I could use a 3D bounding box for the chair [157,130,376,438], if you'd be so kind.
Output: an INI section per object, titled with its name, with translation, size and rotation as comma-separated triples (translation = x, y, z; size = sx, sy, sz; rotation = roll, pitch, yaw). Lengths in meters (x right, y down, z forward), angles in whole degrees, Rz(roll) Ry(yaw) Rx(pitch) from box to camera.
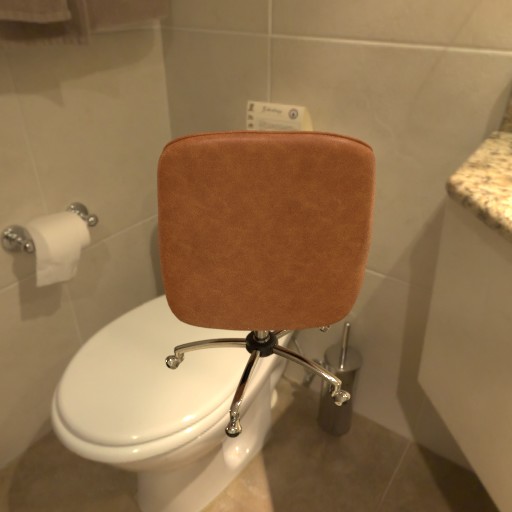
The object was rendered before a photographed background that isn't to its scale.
[chair]
translation = 0.000, 0.000, 1.318
size = 0.628, 0.909, 0.615
rotation = -1, 32, -1
